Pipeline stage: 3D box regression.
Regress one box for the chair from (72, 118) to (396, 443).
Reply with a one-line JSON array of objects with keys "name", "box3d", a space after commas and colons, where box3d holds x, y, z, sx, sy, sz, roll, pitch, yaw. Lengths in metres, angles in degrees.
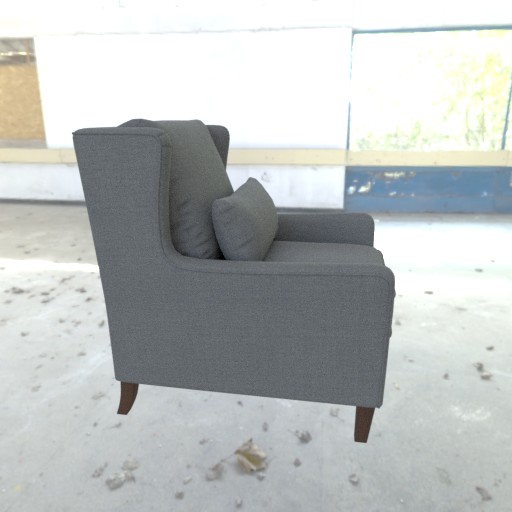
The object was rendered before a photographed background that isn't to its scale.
[{"name": "chair", "box3d": [0.000, 0.000, 1.785, 1.040, 1.056, 0.866, 3, 17, 9]}]
